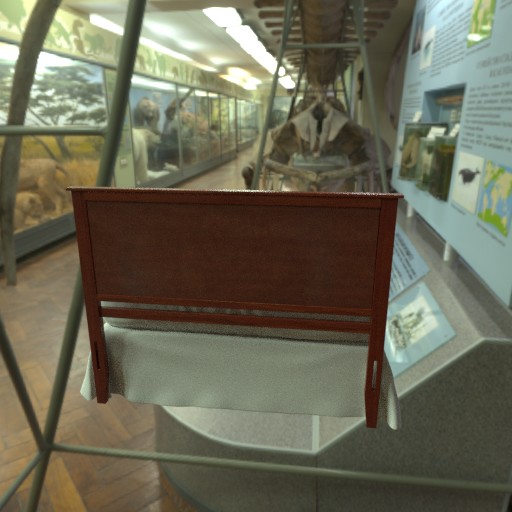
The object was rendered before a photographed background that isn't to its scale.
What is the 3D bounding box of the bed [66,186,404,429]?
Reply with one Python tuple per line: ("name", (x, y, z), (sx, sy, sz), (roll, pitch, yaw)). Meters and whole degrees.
("bed", (0.000, 0.000, 3.267), (1.870, 1.270, 2.050), (2, 17, 8))
